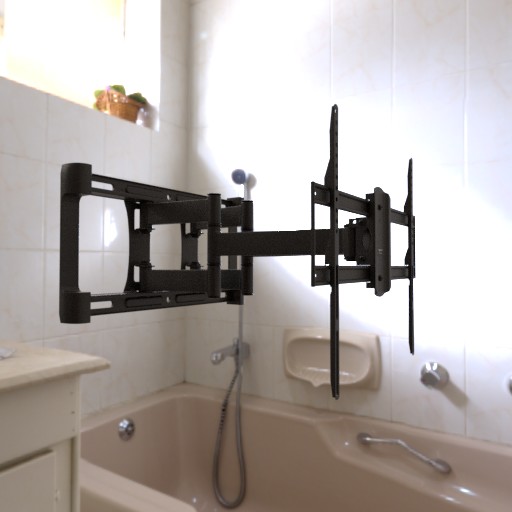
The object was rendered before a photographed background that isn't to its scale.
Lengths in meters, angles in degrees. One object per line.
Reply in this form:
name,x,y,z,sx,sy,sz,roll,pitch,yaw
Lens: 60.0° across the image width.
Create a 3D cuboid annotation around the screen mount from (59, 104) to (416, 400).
screen mount,0.000,0.000,0.951,0.556,0.424,0.571,-1,-2,35
